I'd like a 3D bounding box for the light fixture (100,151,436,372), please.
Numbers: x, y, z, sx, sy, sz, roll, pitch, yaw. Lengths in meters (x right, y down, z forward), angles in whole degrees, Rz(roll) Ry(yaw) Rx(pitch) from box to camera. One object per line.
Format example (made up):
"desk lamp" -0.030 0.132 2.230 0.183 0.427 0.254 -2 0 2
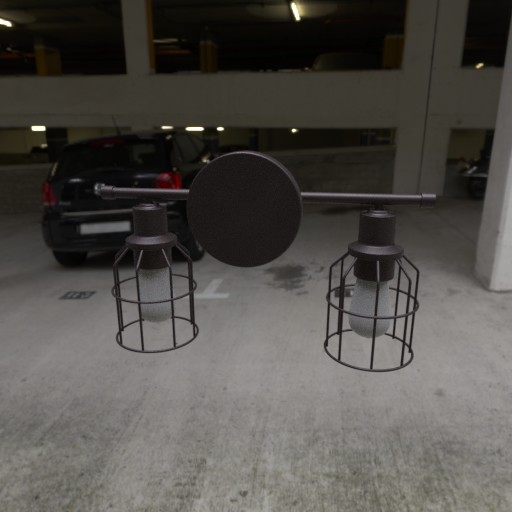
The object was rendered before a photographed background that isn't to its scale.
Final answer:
"light fixture" 0.000 0.000 0.535 0.406 0.254 0.165 3 17 9
